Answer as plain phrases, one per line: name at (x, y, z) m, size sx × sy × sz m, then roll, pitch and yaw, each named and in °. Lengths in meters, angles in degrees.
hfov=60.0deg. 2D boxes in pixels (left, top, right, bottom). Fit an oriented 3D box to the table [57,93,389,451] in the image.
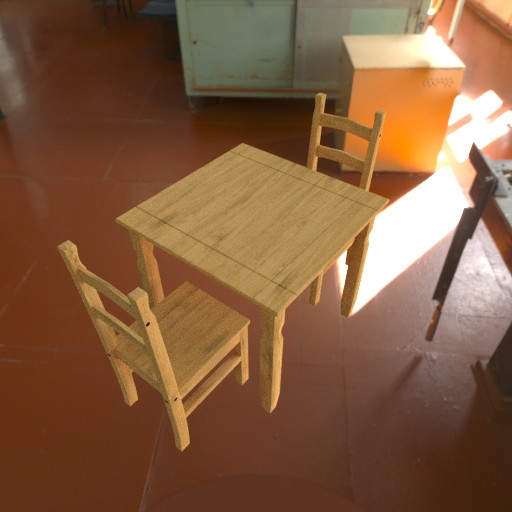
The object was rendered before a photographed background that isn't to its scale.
table at (0.000, 0.000, 2.019) m, size 0.813 × 0.942 × 1.501 m, roll 28°, pitch 49°, yaw 27°
